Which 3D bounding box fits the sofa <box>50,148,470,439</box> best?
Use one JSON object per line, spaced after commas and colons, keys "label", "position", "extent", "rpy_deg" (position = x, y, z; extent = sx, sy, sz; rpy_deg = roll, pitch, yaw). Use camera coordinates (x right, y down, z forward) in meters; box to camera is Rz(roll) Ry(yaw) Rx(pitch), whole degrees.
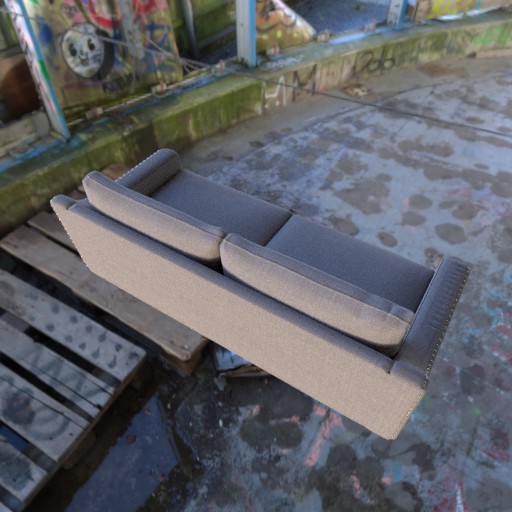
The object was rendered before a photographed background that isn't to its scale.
{"label": "sofa", "position": [0.000, 0.000, 2.638], "extent": [2.208, 0.857, 1.000], "rpy_deg": [25, 51, 22]}
